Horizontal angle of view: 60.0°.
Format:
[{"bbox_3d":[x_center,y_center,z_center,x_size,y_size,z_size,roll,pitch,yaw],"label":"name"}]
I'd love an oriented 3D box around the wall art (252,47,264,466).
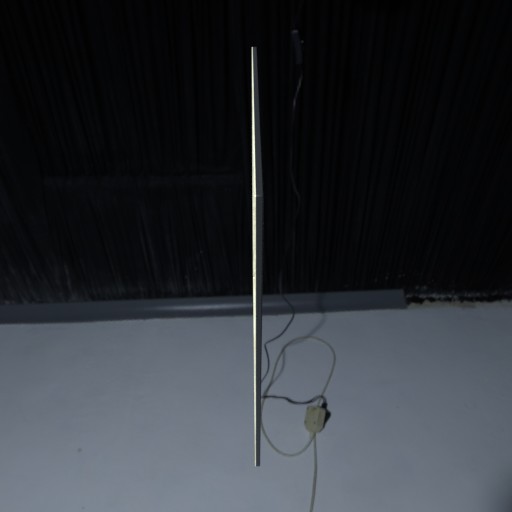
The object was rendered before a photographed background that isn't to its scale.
[{"bbox_3d":[0.000,0.000,0.780,0.009,0.559,0.483,0,40,-1],"label":"wall art"}]
